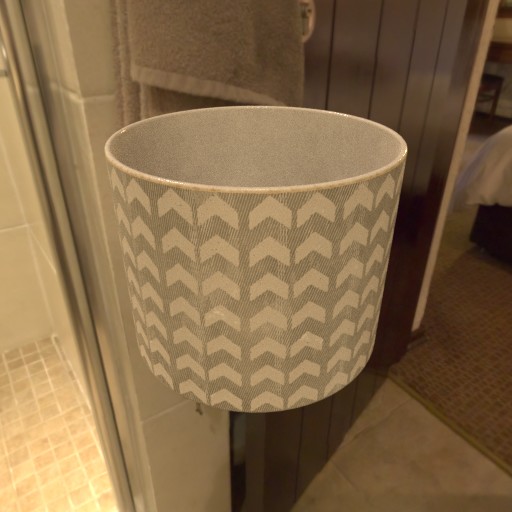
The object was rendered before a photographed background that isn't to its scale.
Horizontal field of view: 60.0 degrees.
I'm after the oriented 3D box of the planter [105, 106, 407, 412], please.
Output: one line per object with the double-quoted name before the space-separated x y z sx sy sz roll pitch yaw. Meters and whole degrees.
"planter" 0.000 0.000 0.440 0.250 0.239 0.250 0 30 0
